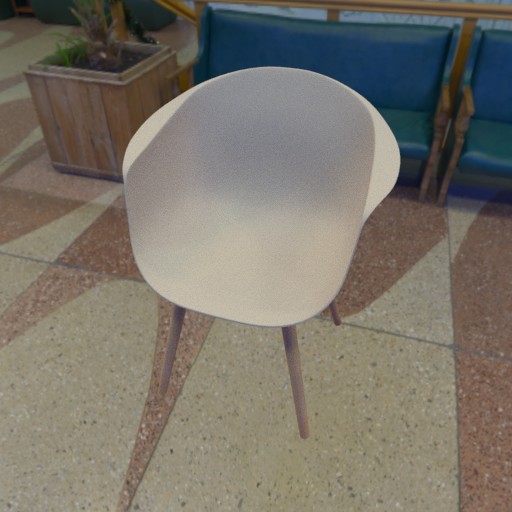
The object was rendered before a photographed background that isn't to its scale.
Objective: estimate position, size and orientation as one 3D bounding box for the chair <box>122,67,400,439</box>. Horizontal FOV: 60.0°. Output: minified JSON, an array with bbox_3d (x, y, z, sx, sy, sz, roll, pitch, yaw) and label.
[{"bbox_3d":[0.000,0.000,1.130,0.593,0.781,0.504,12,41,14],"label":"chair"}]
